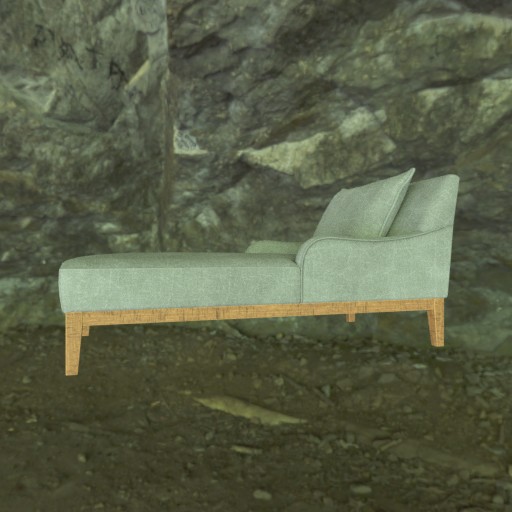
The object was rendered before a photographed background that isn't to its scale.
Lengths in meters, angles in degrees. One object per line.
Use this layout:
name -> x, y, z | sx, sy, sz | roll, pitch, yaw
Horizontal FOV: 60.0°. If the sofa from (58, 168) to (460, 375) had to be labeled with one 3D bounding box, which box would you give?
sofa -> 0.000, 0.000, 2.271 | 1.779, 0.859, 0.894 | 0, 0, -18
